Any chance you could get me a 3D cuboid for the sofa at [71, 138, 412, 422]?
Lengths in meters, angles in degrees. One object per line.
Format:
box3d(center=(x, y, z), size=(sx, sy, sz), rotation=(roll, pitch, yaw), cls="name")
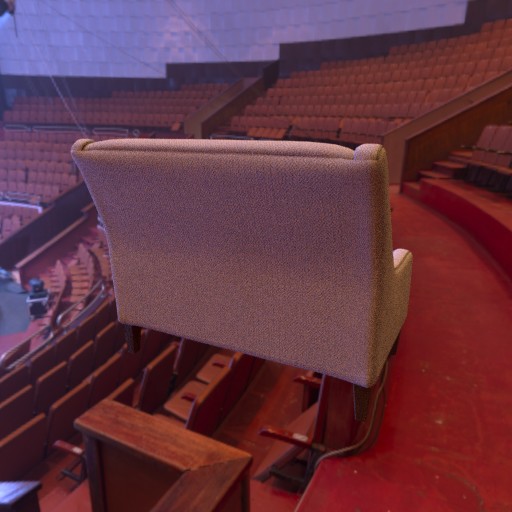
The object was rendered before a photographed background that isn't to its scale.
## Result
box3d(center=(0.000, 0.000, 1.976), size=(1.242, 1.022, 0.870), rotation=(8, 18, 26), cls="sofa")
